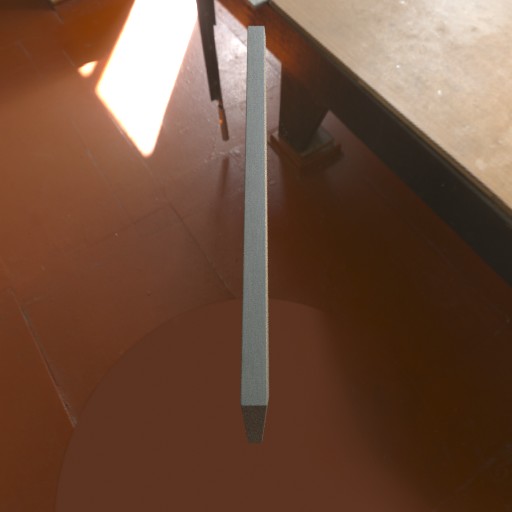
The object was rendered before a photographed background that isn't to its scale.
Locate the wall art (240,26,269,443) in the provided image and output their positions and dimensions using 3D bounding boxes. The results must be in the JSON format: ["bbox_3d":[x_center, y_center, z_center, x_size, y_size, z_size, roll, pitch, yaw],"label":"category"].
[{"bbox_3d":[0.000,0.000,0.754,0.028,0.457,0.556,0,63,0],"label":"wall art"}]
